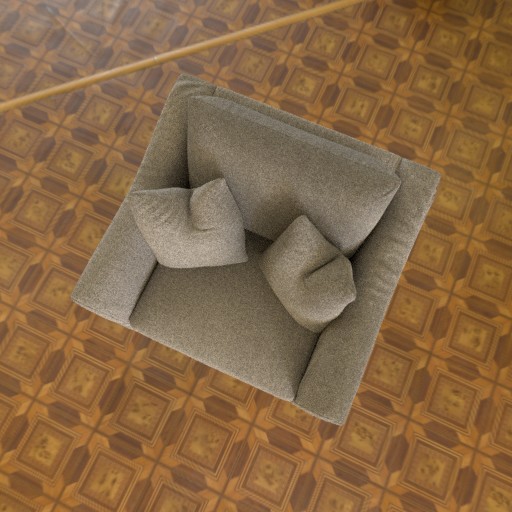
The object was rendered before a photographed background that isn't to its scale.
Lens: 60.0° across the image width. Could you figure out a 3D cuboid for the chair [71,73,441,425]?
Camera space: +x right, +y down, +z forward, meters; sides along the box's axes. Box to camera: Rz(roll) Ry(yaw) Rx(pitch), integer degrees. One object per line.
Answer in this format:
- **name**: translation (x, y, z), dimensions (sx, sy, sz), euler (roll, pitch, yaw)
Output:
- **chair**: translation (0.000, 0.000, 2.040), dimensions (1.194, 1.059, 1.071), euler (23, 75, 7)
